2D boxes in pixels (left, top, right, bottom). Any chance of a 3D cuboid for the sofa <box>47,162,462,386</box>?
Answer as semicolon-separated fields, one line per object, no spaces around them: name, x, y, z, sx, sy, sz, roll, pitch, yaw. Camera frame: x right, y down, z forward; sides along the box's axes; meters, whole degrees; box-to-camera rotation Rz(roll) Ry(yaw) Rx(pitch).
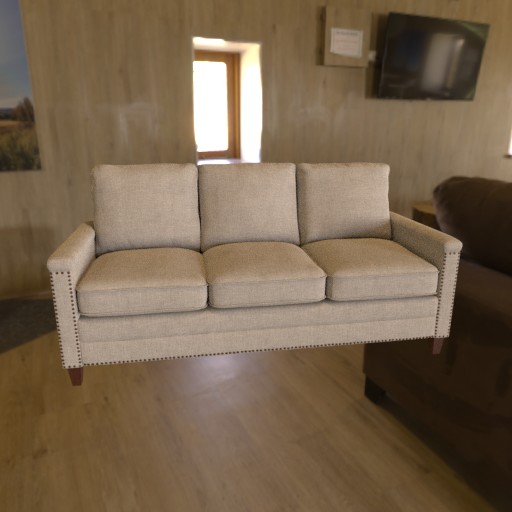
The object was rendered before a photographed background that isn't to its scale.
sofa;0.000;0.000;2.418;1.925;0.959;0.828;-3;17;-9
